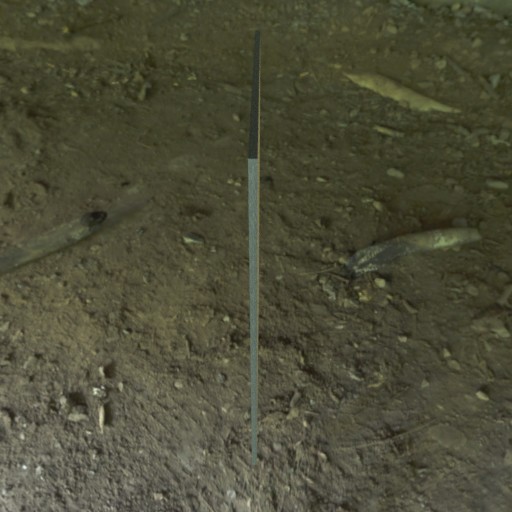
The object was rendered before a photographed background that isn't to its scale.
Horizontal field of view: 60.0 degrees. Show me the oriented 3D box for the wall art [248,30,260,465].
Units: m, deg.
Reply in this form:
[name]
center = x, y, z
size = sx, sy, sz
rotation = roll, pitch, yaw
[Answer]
[wall art]
center = 0.000, 0.000, 1.406
size = 0.016, 1.116, 0.810
rotation = 0, 41, 1
